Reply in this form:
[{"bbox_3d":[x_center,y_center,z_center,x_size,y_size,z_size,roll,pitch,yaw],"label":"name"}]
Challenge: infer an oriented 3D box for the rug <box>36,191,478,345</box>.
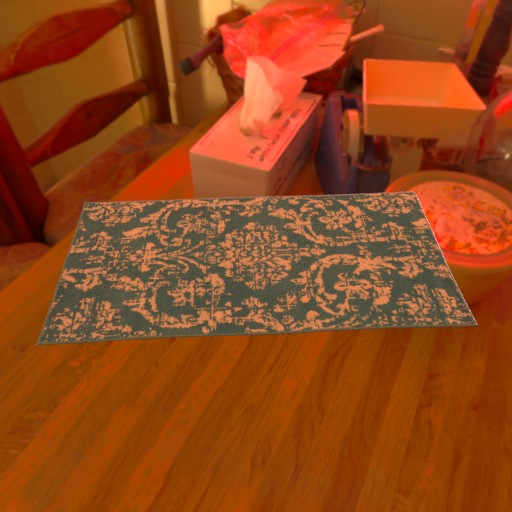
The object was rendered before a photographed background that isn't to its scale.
[{"bbox_3d":[0.000,0.000,1.426,1.219,0.007,0.604,-2,46,-2],"label":"rug"}]
